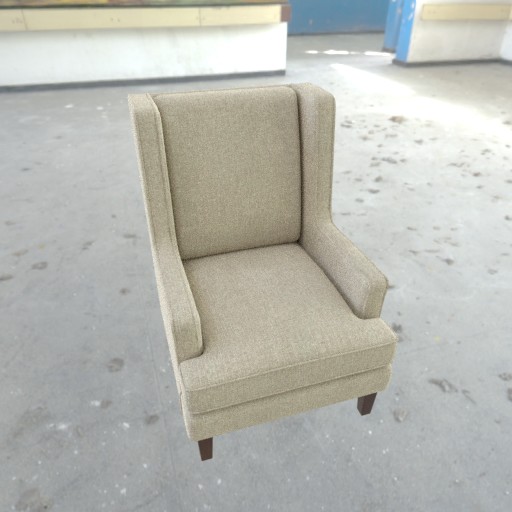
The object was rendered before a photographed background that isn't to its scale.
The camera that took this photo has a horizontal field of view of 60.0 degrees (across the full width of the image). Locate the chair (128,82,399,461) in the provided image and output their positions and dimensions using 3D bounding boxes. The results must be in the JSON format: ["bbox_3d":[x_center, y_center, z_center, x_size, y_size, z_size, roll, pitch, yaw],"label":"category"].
[{"bbox_3d":[0.000,0.000,1.722,0.764,1.082,0.948,-10,34,-15],"label":"chair"}]
